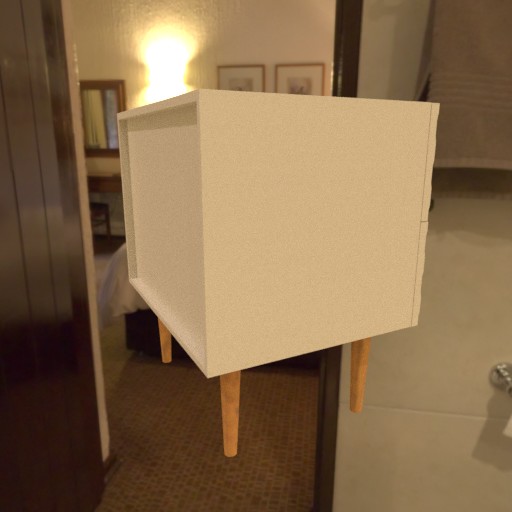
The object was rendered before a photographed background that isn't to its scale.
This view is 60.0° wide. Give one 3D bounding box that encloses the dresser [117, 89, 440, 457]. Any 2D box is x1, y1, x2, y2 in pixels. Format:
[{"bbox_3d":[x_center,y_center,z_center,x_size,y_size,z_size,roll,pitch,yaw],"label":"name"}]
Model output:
[{"bbox_3d":[0.000,0.000,0.901,0.414,0.568,0.503,-7,16,-27],"label":"dresser"}]
